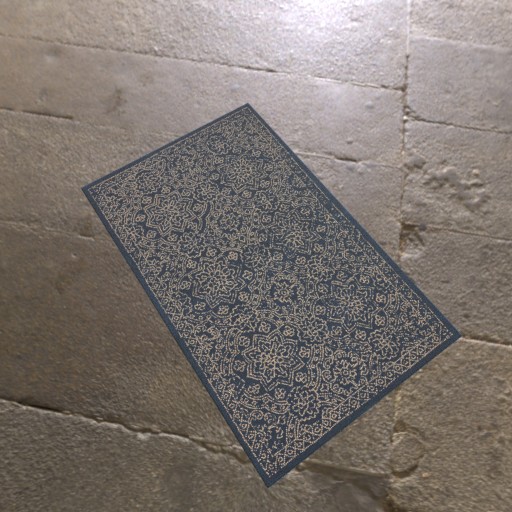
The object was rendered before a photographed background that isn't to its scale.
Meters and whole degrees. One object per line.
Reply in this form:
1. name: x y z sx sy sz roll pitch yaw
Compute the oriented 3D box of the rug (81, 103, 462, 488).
1. rug: 0.000 0.000 3.089 1.526 0.015 2.441 -32 68 -15
